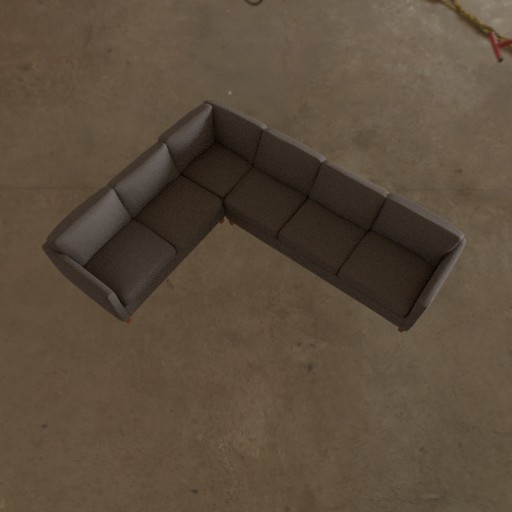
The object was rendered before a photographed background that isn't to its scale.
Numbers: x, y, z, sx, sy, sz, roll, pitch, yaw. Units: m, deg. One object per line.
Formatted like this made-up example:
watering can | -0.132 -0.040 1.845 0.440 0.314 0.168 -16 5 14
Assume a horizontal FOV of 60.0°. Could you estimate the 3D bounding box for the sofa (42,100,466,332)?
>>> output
sofa | 0.000 0.000 4.483 3.302 0.947 2.593 33 65 17
